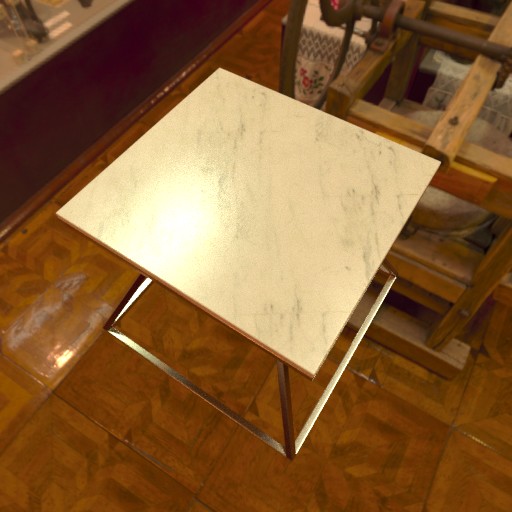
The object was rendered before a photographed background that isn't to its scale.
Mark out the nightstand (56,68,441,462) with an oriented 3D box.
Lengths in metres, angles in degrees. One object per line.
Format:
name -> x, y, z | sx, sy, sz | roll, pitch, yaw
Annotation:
nightstand -> 0.000, 0.000, 0.896 | 0.513, 0.426, 0.514 | 29, 63, 17
